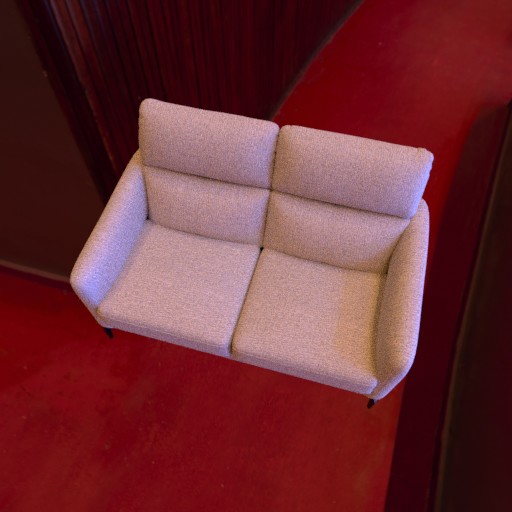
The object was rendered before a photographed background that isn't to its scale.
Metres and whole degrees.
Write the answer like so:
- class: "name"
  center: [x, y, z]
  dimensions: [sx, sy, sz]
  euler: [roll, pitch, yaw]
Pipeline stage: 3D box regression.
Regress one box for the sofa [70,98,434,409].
- class: "sofa"
  center: [0.000, 0.000, 2.131]
  dimensions: [1.540, 0.950, 0.905]
  euler: [13, 58, 8]
